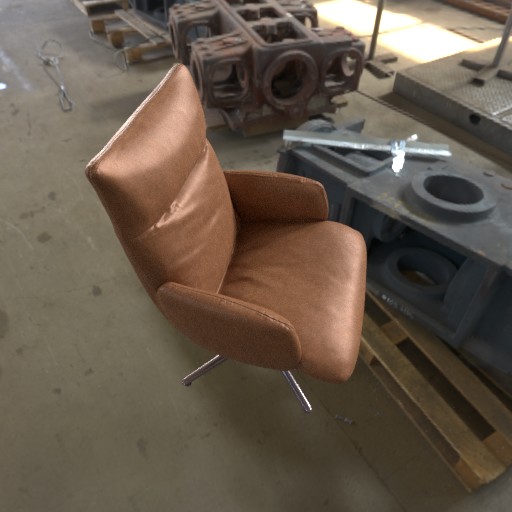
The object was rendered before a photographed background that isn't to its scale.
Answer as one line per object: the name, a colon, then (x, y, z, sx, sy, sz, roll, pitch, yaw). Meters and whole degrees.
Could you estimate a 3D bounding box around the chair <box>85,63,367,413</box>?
chair: (0.000, 0.000, 1.528, 0.794, 1.027, 0.711, 10, 47, 9)
